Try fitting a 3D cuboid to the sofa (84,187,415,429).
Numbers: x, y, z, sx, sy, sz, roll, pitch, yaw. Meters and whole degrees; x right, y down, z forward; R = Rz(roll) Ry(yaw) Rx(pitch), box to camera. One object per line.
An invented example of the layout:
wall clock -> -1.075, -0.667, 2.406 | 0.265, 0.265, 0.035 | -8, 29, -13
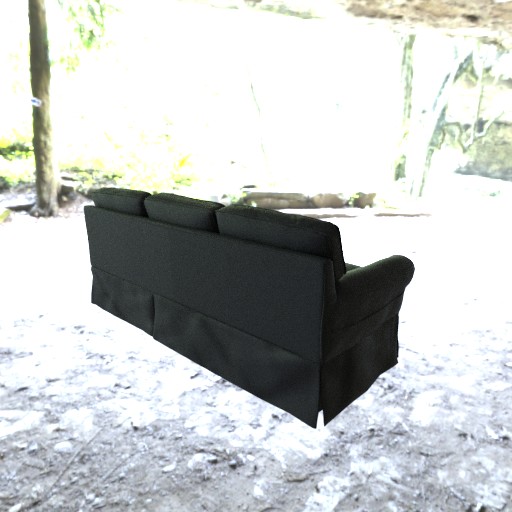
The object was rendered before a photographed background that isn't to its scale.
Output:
sofa -> 0.000, 0.000, 3.452 | 2.518, 1.039, 1.637 | 14, 20, 43
